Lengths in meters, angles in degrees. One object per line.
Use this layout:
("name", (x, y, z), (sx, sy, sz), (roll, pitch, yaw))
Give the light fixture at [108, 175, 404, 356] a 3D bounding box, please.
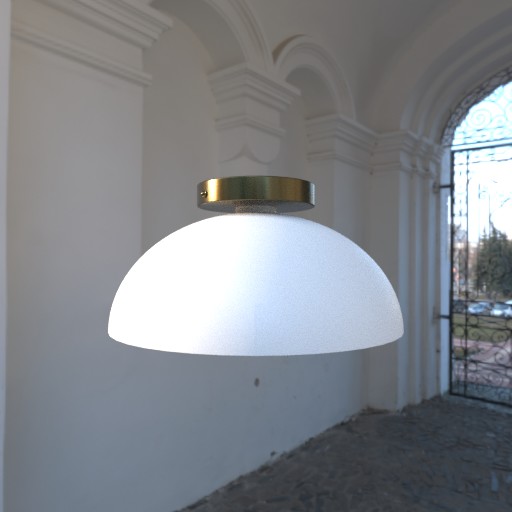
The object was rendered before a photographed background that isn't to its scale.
("light fixture", (0.000, 0.000, 0.562), (0.355, 0.177, 0.355), (0, 0, 0))
